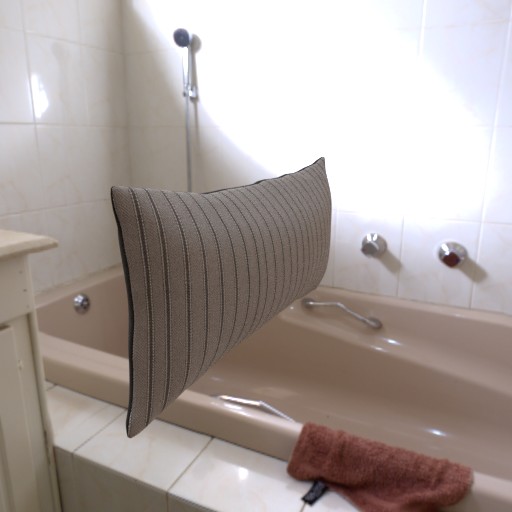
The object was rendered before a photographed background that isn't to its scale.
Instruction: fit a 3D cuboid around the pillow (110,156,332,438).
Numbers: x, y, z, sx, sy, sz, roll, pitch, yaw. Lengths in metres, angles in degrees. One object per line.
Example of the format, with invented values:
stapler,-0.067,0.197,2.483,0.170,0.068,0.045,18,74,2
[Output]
pillow,0.000,0.000,0.733,0.151,0.305,0.609,8,16,27
